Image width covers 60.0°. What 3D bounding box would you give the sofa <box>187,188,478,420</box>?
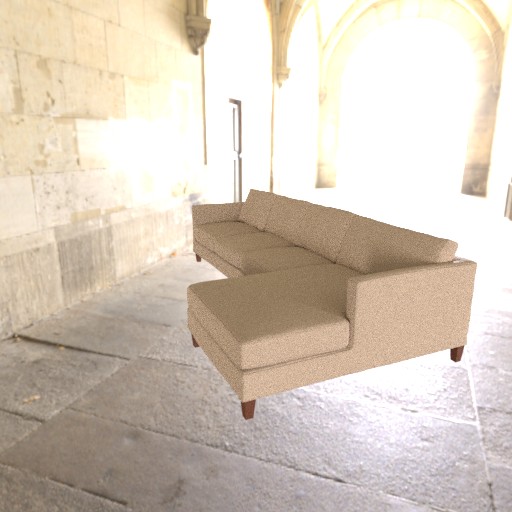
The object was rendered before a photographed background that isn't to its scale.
[{"bbox_3d":[0.000,0.000,3.892,1.625,0.861,3.186,-7,16,-23],"label":"sofa"}]
